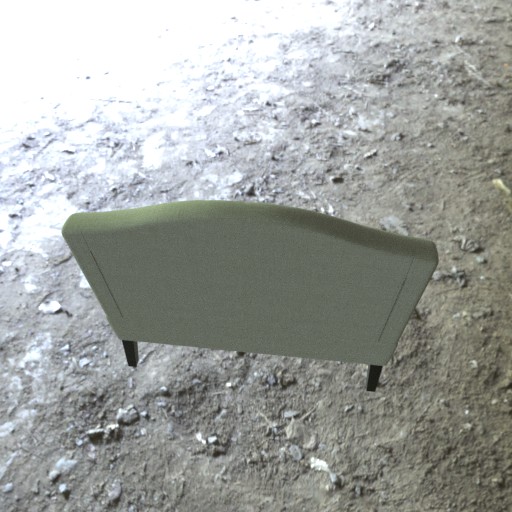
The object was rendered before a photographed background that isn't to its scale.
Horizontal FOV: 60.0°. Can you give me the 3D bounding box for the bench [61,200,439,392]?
[{"bbox_3d":[0.000,0.000,2.110,1.335,1.180,0.815,5,46,5],"label":"bench"}]
